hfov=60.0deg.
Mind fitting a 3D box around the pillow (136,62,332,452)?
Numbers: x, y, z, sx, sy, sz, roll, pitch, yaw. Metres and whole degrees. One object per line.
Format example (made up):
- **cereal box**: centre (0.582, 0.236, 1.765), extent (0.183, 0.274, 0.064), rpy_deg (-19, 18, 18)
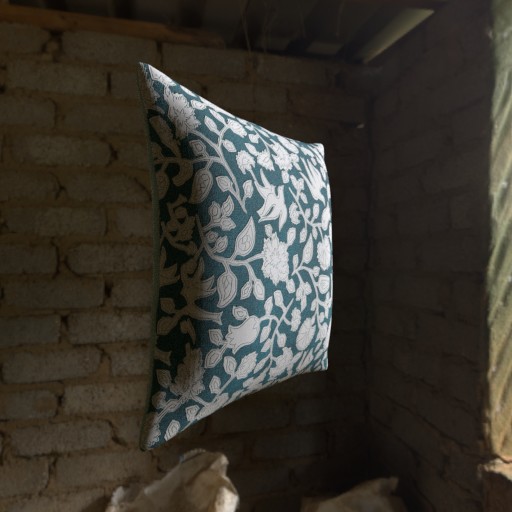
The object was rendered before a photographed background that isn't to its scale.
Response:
- **pillow**: centre (0.000, 0.000, 0.786), extent (0.166, 0.508, 0.525), rpy_deg (0, -1, 35)
